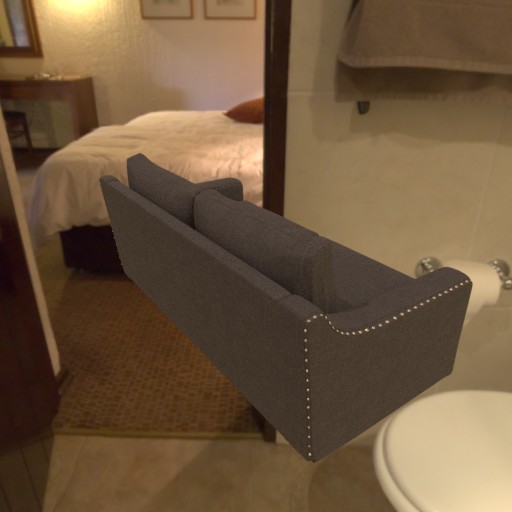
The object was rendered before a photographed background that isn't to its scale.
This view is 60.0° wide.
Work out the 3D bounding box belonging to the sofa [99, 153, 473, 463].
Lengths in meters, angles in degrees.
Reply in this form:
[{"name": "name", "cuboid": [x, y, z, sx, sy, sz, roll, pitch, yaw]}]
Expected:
[{"name": "sofa", "cuboid": [0.000, 0.000, 3.194, 1.336, 1.196, 2.550, -17, 31, -32]}]
